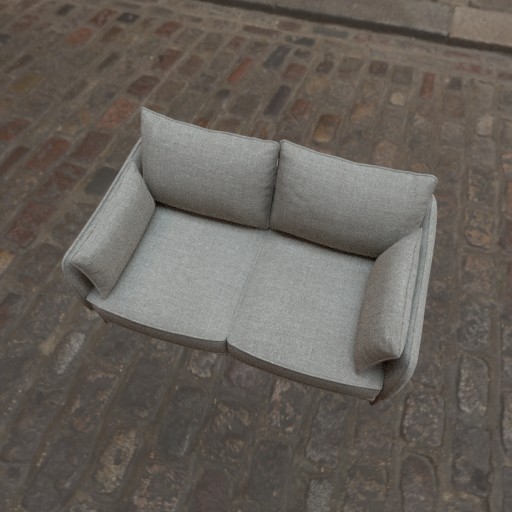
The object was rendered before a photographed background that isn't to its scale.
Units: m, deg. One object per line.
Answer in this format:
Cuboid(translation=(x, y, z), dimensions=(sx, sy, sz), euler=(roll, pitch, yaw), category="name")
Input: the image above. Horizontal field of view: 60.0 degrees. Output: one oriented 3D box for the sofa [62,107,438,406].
Cuboid(translation=(0.000, 0.000, 2.146), dimensions=(1.580, 0.851, 0.972), euler=(15, 59, 9), category="sofa")
